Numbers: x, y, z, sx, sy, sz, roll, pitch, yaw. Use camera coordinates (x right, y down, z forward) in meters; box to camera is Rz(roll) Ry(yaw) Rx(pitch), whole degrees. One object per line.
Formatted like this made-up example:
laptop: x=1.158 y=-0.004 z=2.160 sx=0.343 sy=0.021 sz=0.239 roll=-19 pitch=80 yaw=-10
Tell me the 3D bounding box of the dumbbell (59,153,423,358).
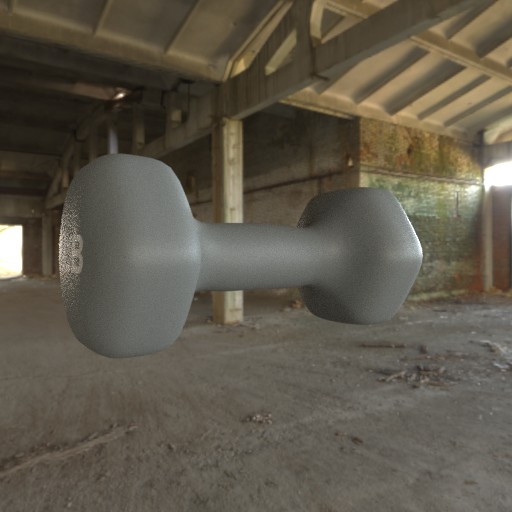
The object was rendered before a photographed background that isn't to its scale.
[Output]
dumbbell: x=0.000 y=0.000 z=0.230 sx=0.184 sy=0.081 sz=0.090 roll=0 pitch=0 yaw=-35
